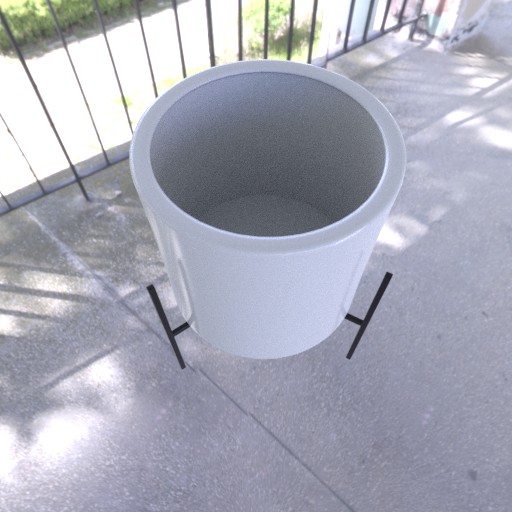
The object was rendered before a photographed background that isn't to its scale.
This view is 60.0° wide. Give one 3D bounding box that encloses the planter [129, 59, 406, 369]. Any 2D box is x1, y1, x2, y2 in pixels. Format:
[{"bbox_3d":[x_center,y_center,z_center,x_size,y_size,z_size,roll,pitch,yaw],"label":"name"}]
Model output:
[{"bbox_3d":[0.000,0.000,0.723,0.361,0.480,0.360,-31,62,-19],"label":"planter"}]
